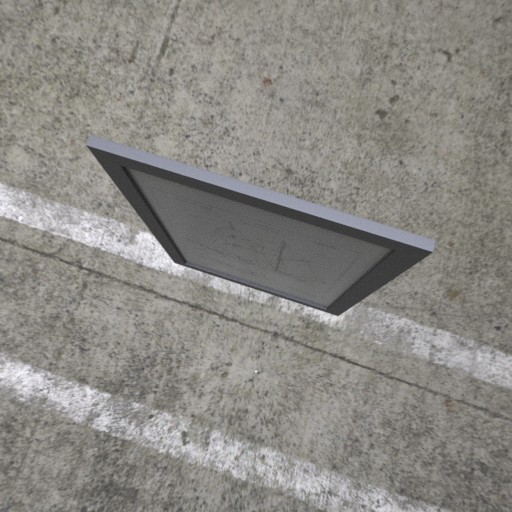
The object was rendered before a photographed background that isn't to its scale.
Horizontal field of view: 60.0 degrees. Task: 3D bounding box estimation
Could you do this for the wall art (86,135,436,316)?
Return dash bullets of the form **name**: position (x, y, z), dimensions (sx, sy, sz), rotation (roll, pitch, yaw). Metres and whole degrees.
- **wall art**: position (0.000, 0.000, 0.719), dimensions (0.380, 0.534, 0.013), rotation (18, 76, 5)
